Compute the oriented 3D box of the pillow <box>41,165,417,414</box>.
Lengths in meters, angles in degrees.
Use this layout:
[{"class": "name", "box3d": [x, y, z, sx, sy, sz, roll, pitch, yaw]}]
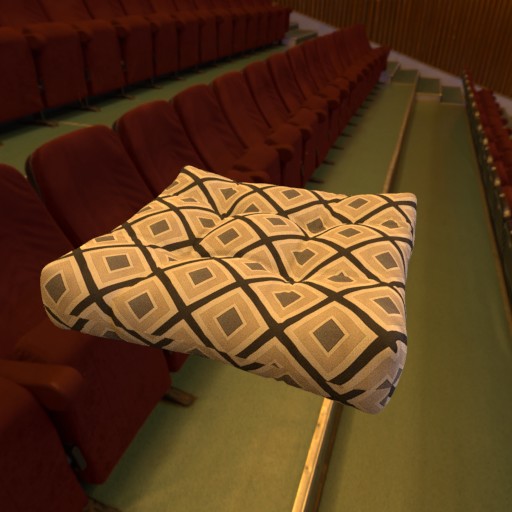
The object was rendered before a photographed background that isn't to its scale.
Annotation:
[{"class": "pillow", "box3d": [0.000, 0.000, 0.730, 0.490, 0.128, 0.468, 10, 32, 16]}]
